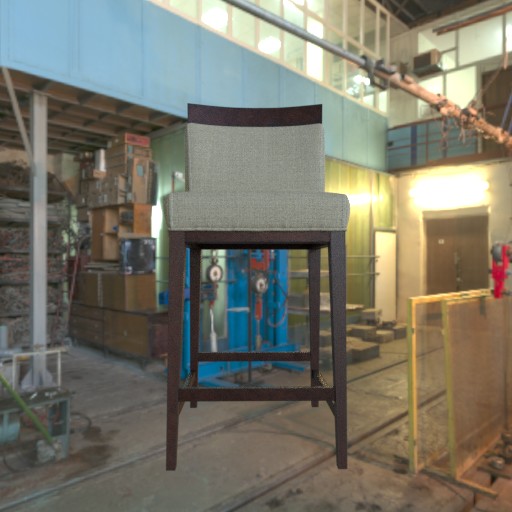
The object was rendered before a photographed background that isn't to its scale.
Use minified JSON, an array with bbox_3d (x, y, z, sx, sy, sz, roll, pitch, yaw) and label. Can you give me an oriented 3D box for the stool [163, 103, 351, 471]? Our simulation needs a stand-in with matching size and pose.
[{"bbox_3d":[0.000,0.000,1.283,0.463,1.011,0.480,0,0,-1],"label":"stool"}]
